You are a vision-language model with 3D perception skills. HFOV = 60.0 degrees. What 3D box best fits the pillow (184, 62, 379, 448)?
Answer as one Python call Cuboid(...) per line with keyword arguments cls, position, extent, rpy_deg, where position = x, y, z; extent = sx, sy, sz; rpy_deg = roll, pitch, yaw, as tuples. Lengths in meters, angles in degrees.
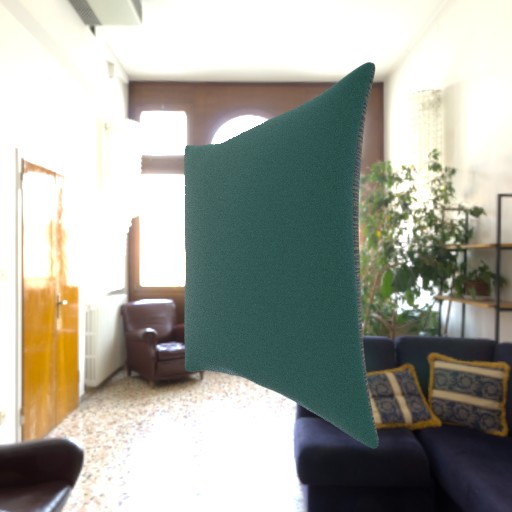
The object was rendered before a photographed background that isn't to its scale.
Cuboid(cls="pillow", position=(0.000, 0.000, 0.767), extent=(0.150, 0.497, 0.514), rpy_deg=(0, -1, -37))
